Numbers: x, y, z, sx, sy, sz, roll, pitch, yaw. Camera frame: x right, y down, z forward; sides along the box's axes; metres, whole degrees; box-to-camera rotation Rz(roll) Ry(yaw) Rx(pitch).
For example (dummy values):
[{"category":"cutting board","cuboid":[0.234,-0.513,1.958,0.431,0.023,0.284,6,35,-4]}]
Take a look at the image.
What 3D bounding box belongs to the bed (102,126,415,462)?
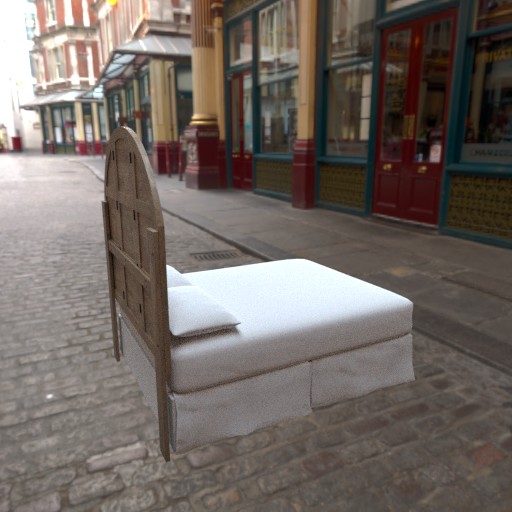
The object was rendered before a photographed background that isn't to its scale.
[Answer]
[{"category":"bed","cuboid":[0.000,0.000,3.641,2.112,2.002,1.713,-7,16,-27]}]
